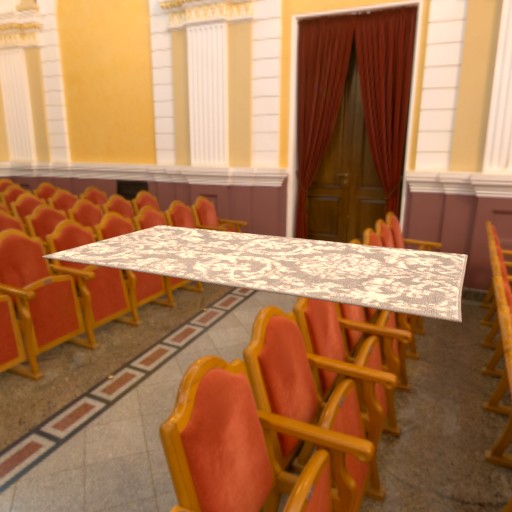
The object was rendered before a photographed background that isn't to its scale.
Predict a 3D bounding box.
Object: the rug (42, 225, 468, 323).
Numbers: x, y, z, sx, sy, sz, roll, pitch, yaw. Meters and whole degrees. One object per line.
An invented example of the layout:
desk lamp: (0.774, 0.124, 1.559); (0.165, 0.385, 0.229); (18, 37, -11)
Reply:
rug: (0.000, 0.000, 1.415); (1.219, 0.007, 0.604); (7, 16, 25)
